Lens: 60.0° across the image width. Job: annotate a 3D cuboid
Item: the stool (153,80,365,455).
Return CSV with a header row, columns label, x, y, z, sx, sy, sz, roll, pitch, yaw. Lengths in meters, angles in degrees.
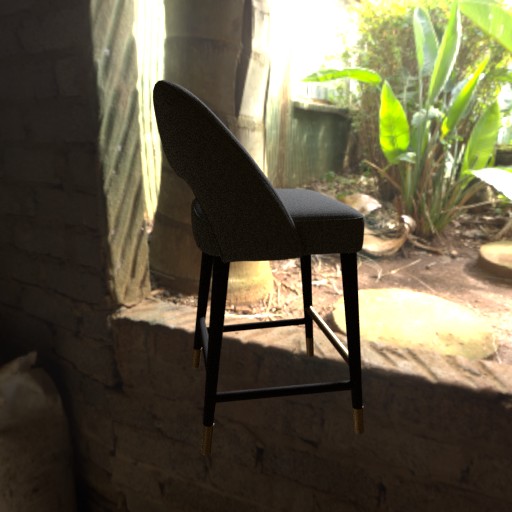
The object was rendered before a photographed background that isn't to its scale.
label,x,y,z,sx,sy,sz,roll,pitch,yaw
stool,0.000,0.000,1.268,0.524,0.925,0.536,-3,16,-11
